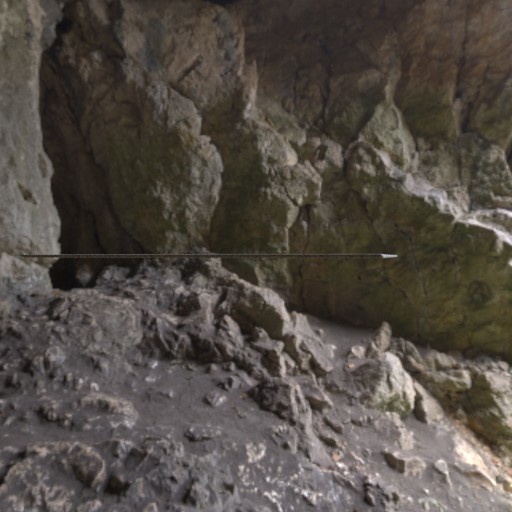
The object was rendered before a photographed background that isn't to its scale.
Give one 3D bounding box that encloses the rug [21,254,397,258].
[{"bbox_3d":[0.000,0.000,4.129,2.449,0.025,3.049,0,0,19],"label":"rug"}]
